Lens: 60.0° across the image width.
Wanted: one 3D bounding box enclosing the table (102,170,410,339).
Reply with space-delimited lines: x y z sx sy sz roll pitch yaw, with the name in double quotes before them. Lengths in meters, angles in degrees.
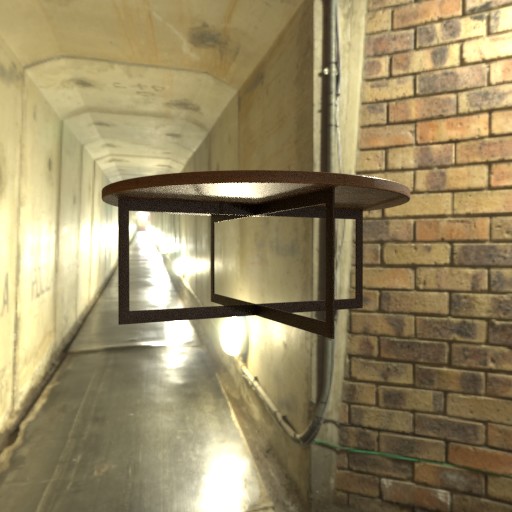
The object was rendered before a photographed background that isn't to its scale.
"table" 0.000 0.000 1.925 1.264 0.516 1.264 0 1 0
